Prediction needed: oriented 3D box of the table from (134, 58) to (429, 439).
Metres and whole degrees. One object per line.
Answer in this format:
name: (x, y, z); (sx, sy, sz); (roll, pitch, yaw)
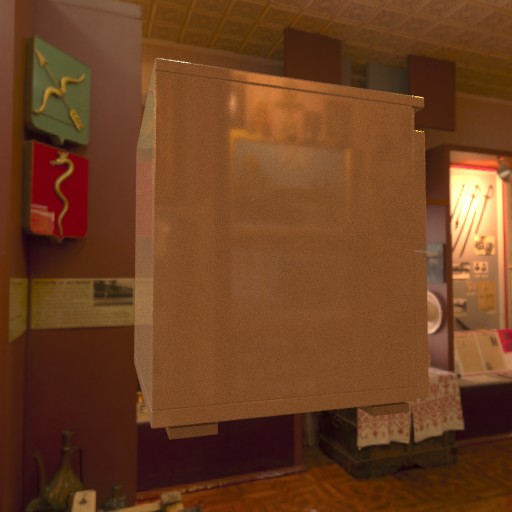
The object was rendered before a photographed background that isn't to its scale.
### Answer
table: (0.000, 0.000, 0.800); (0.400, 0.470, 0.420); (1, -2, -18)
